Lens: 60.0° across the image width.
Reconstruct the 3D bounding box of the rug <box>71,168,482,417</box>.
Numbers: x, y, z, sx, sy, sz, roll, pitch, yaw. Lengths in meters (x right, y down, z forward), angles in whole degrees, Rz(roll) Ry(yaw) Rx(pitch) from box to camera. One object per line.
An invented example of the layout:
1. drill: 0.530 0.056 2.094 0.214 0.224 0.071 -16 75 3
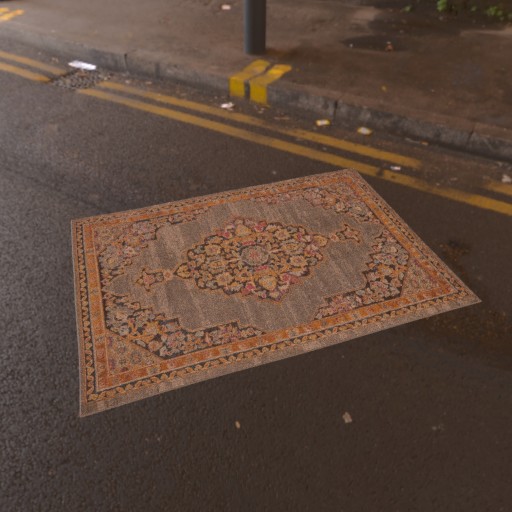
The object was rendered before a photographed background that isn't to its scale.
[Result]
1. rug: 0.000 0.000 3.695 2.901 0.026 2.043 -13 43 -14
